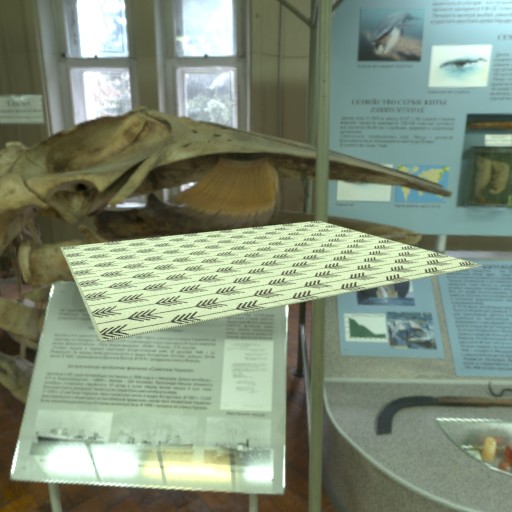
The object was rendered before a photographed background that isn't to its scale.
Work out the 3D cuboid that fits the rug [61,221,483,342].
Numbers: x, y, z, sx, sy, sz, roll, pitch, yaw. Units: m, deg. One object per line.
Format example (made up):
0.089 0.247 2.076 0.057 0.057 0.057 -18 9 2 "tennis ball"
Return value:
0.000 0.000 3.996 3.061 0.010 2.330 -8 17 -27 "rug"
